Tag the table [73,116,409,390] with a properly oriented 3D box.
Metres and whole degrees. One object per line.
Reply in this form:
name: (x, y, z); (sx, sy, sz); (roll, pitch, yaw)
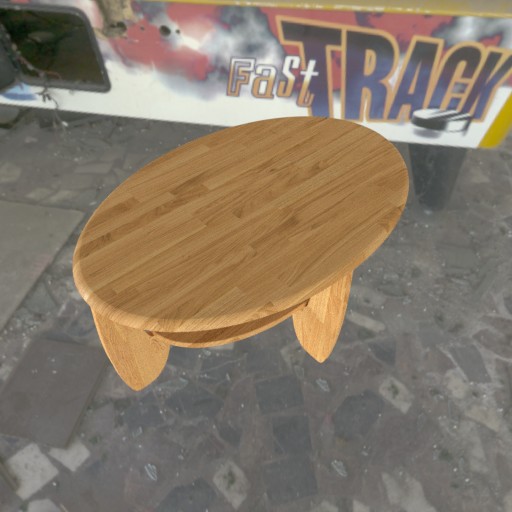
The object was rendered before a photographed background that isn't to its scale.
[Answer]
table: (0.000, 0.000, 1.389); (1.040, 0.490, 0.690); (-33, 55, -27)
